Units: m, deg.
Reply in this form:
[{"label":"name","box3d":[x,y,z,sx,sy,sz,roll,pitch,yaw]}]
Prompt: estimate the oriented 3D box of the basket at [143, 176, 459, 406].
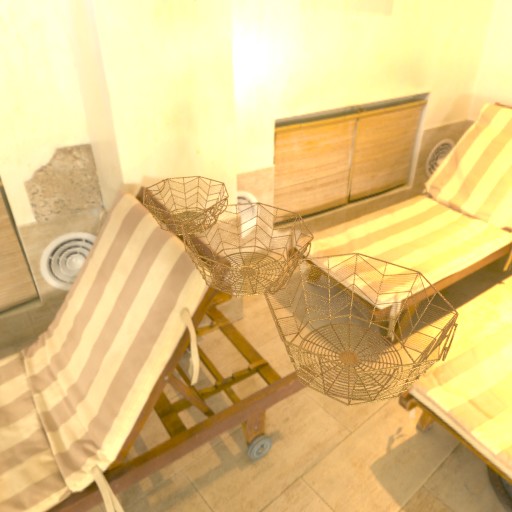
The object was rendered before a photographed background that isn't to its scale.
[{"label":"basket","box3d":[0.000,0.000,1.330,0.432,0.178,1.245,-20,37,-29]}]
